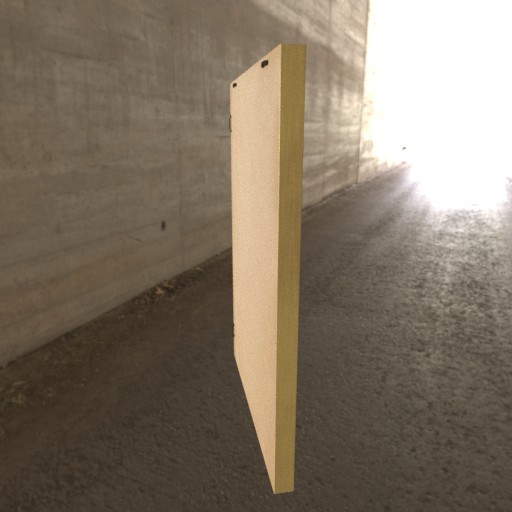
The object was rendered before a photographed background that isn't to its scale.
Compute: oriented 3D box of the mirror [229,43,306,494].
[{"bbox_3d":[0.000,0.000,0.910,0.040,0.710,0.507,-3,16,-10],"label":"mirror"}]
